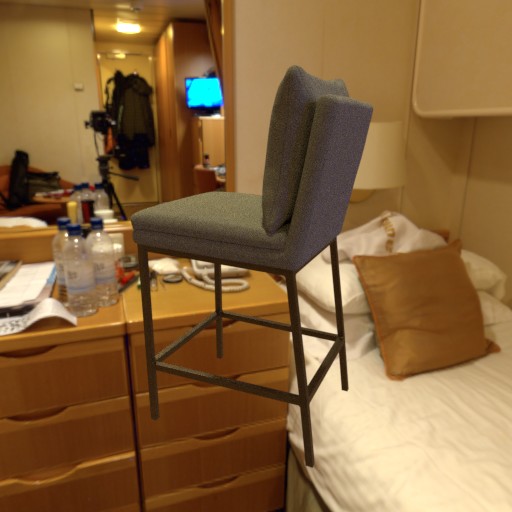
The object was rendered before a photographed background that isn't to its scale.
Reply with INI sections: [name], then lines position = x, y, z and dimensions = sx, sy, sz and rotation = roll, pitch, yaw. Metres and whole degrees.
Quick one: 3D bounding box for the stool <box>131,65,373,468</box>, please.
[stool]
position = 0.000, 0.000, 1.355
dimensions = 0.569, 1.031, 0.463
rotation = 7, 18, 24
